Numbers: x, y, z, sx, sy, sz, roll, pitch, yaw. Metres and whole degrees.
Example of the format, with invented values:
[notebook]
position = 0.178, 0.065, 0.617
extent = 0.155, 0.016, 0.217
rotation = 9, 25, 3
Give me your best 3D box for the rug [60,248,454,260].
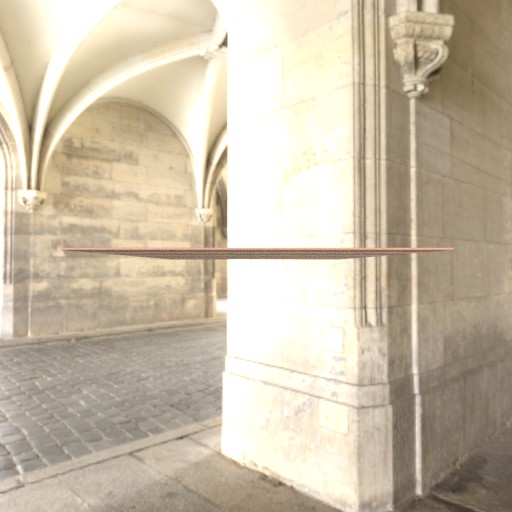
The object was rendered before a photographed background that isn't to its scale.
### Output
[rug]
position = 0.000, 0.000, 2.281
extent = 1.219, 0.008, 1.829
rotation = 0, -1, 0
